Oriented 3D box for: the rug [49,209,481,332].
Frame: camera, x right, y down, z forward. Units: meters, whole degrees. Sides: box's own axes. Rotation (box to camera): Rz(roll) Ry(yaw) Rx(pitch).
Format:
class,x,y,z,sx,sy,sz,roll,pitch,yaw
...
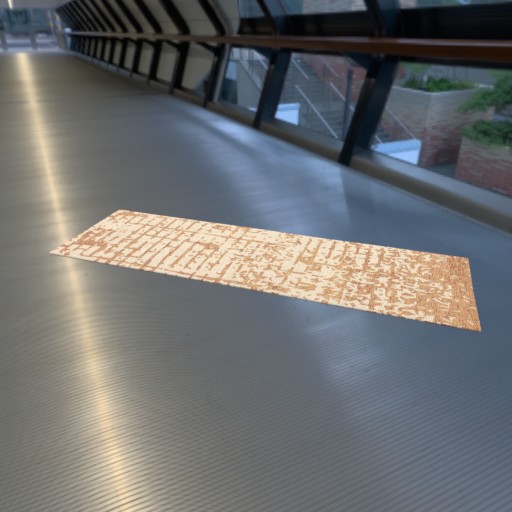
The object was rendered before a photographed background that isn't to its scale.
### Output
class,x,y,z,sx,sy,sz,roll,pitch,yaw
rug,0.000,0.000,2.691,2.435,0.011,0.750,9,29,16
